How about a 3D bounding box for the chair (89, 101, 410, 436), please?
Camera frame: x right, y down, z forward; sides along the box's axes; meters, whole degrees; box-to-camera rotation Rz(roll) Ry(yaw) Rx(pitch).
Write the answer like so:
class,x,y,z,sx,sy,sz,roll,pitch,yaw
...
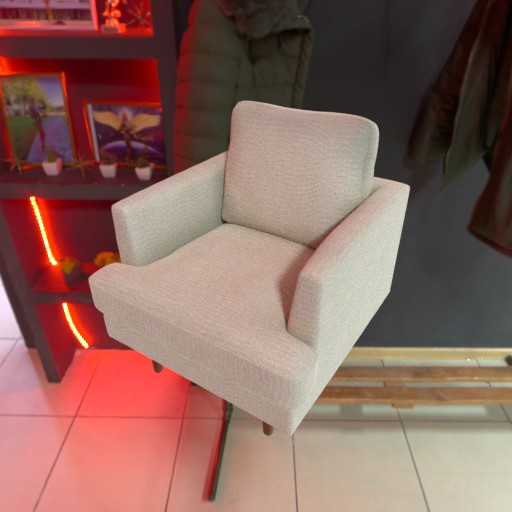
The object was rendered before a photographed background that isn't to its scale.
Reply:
class,x,y,z,sx,sy,sz,roll,pitch,yaw
chair,0.000,0.000,1.653,0.858,0.957,0.899,19,37,28
